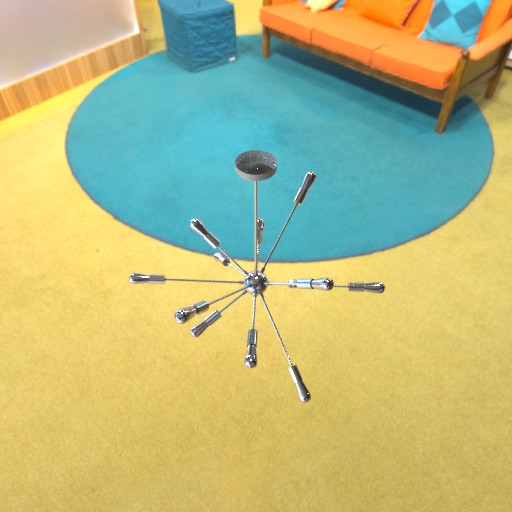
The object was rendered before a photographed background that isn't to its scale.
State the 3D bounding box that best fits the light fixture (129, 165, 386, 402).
[{"bbox_3d":[0.000,0.000,1.106,0.684,0.558,0.509,2,47,2],"label":"light fixture"}]
